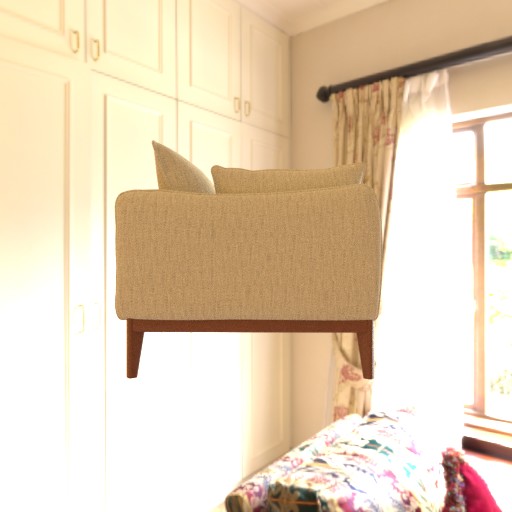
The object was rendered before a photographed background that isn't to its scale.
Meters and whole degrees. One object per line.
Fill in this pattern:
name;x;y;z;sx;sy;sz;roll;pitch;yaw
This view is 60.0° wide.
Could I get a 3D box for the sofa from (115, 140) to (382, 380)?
sofa;0.000;0.000;2.507;0.991;0.860;1.989;0;0;1
